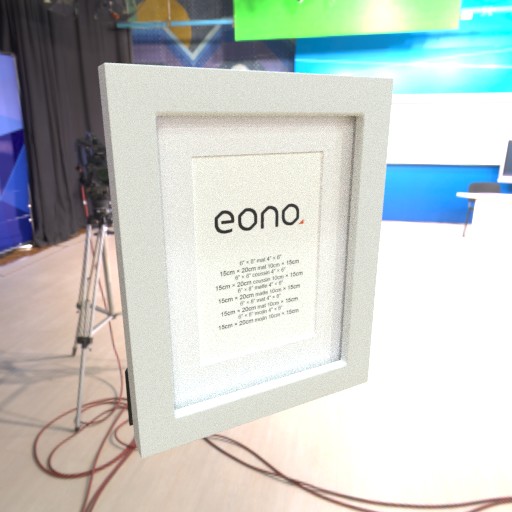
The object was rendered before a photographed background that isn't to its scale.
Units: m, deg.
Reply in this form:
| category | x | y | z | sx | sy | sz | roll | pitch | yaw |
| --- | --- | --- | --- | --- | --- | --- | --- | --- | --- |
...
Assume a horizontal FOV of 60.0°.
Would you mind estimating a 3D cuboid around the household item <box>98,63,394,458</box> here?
| category | x | y | z | sx | sy | sz | roll | pitch | yaw |
| --- | --- | --- | --- | --- | --- | --- | --- | --- | --- |
| household item | 0.000 | 0.000 | 0.328 | 0.200 | 0.250 | 0.045 | -9 | 19 | -26 |
